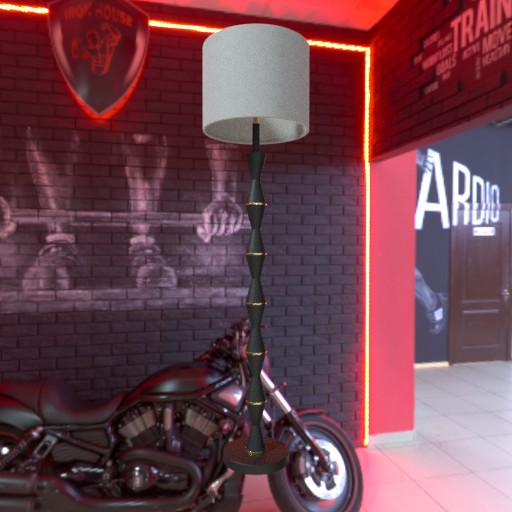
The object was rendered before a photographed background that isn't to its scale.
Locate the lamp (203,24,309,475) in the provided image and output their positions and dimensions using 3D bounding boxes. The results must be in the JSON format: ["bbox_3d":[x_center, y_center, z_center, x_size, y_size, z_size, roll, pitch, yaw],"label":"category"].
[{"bbox_3d":[0.000,0.000,1.607,0.381,1.480,0.381,0,1,19],"label":"lamp"}]
